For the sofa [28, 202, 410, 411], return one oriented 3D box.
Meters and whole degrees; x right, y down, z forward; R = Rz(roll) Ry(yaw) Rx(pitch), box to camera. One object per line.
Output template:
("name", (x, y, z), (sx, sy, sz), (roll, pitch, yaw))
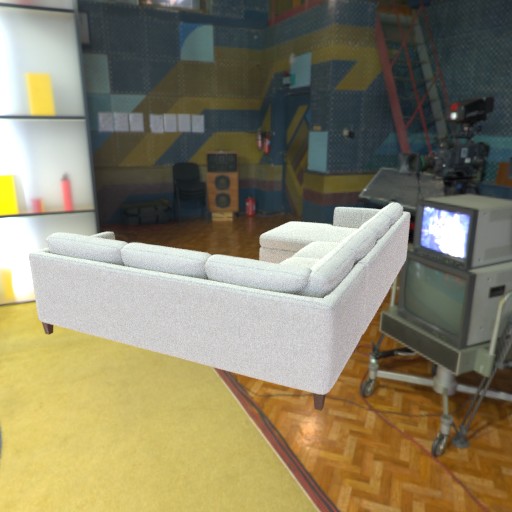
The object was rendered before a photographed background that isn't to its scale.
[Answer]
("sofa", (0.000, 0.000, 4.460), (2.551, 0.853, 3.238), (8, 18, 25))
